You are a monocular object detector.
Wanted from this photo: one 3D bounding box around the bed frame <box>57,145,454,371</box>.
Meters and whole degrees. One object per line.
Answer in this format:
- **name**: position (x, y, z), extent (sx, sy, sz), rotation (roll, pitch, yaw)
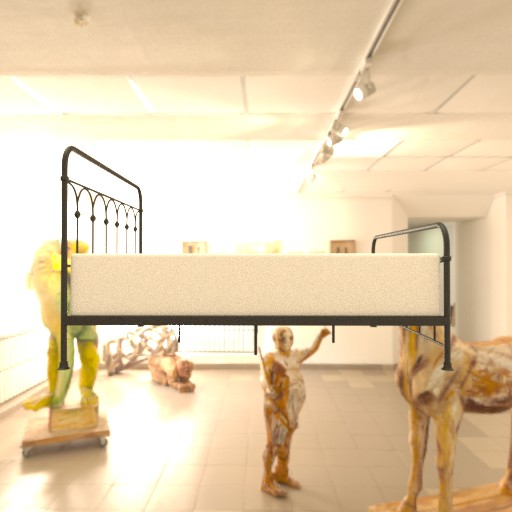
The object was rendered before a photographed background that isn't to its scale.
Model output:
- **bed frame**: position (0.000, 0.000, 3.270), extent (2.203, 1.276, 1.664), rotation (0, -1, 0)
